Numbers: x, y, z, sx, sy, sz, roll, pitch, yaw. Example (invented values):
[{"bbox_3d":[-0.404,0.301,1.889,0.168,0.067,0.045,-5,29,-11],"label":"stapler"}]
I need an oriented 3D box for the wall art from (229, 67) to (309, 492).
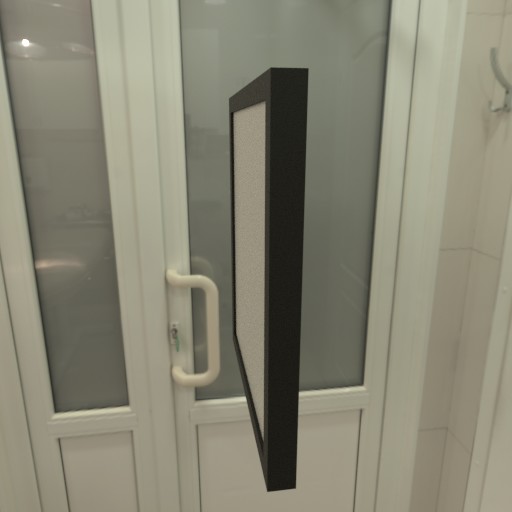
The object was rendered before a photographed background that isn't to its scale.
[{"bbox_3d":[0.000,0.000,0.536,0.029,0.381,0.330,-2,16,-8],"label":"wall art"}]
